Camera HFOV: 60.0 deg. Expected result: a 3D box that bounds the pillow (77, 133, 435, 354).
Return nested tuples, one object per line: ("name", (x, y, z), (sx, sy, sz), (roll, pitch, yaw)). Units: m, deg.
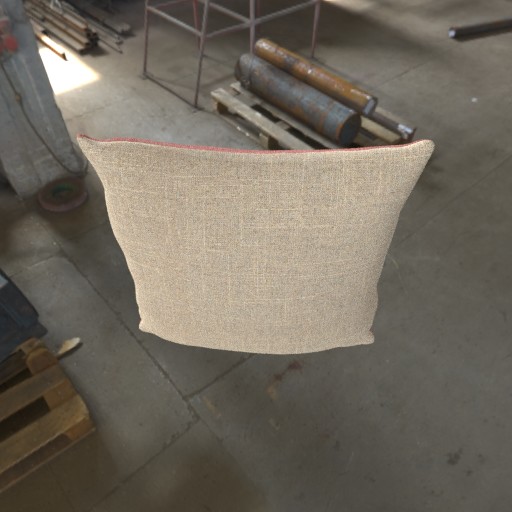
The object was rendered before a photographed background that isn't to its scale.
("pillow", (0.000, 0.000, 0.681), (0.439, 0.427, 0.182), (2, 48, 2))
